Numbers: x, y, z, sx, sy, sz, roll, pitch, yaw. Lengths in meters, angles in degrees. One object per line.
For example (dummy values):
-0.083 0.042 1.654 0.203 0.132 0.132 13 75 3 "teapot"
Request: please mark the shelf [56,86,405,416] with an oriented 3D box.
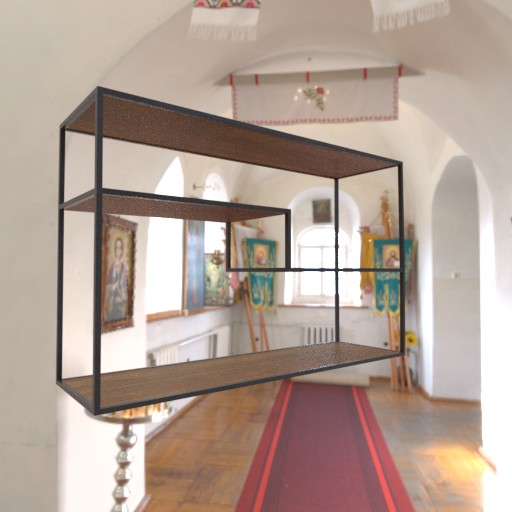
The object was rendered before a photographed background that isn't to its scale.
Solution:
0.000 0.000 1.530 1.201 0.765 0.361 1 -2 -37 "shelf"
